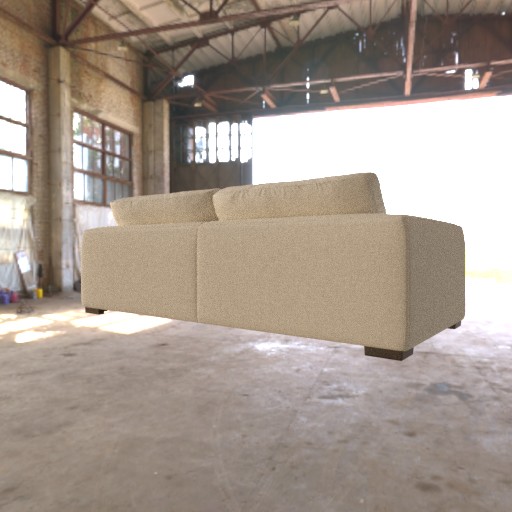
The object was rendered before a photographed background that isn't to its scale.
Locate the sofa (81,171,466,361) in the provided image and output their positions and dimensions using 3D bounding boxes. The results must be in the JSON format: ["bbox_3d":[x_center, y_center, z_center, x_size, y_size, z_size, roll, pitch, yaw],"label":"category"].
[{"bbox_3d":[0.000,0.000,2.796,2.262,0.801,1.070,1,1,37],"label":"sofa"}]
